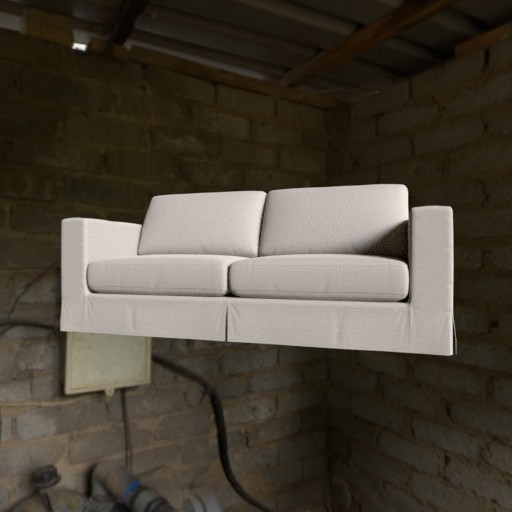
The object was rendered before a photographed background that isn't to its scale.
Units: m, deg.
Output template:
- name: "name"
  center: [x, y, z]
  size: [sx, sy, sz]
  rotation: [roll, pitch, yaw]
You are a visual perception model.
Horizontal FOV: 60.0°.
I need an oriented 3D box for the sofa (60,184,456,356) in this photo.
- name: "sofa"
  center: [0.000, 0.000, 2.726]
  size: [2.163, 0.881, 0.954]
  rotation: [0, 0, 18]
